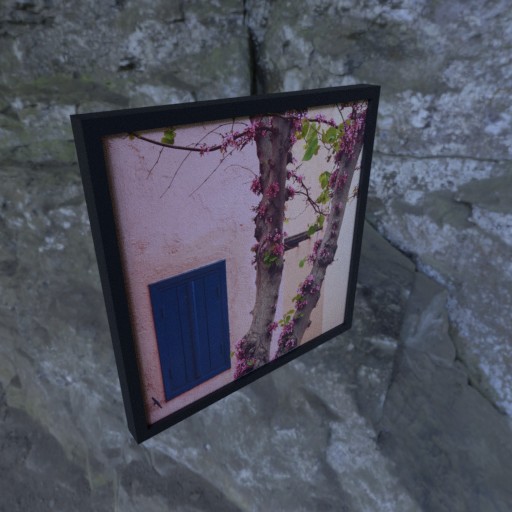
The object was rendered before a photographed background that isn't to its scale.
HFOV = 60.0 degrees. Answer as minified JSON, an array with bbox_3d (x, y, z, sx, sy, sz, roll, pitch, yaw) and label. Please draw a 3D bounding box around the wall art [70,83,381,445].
[{"bbox_3d":[0.000,0.000,0.747,0.508,0.508,0.038,-20,33,-33],"label":"wall art"}]
